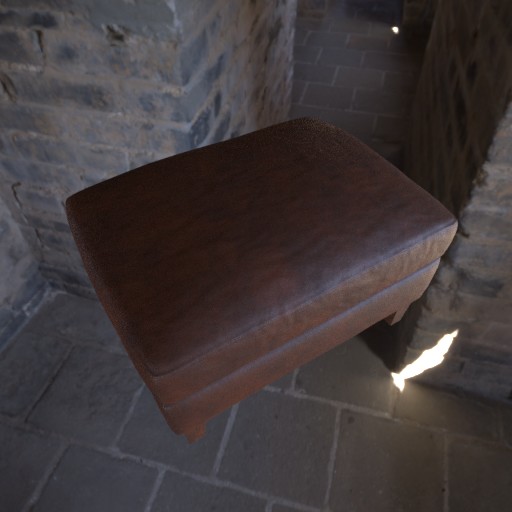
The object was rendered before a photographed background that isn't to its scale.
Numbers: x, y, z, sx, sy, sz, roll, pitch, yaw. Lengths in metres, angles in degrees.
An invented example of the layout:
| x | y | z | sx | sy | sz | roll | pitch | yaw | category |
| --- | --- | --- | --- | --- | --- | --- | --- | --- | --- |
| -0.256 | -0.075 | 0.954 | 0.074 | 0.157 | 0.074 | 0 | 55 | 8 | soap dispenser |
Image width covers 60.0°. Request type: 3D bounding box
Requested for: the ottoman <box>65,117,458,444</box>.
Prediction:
| x | y | z | sx | sy | sz | roll | pitch | yaw | category |
| --- | --- | --- | --- | --- | --- | --- | --- | --- | --- |
| 0.000 | 0.000 | 1.289 | 0.887 | 0.527 | 0.659 | -24 | 51 | -21 | ottoman |
